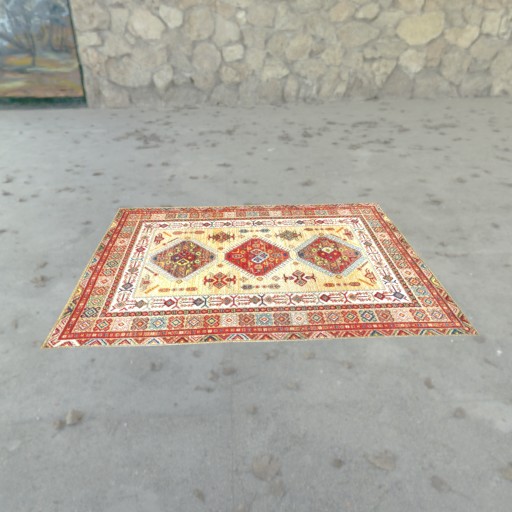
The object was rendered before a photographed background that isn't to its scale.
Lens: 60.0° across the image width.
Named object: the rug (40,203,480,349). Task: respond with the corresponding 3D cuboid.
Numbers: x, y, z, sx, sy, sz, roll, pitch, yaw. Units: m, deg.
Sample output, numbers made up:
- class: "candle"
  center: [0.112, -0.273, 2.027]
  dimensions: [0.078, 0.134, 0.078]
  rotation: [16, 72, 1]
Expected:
- class: "rug"
  center: [0.000, 0.000, 4.157]
  dimensions: [3.067, 0.005, 2.460]
  rotation: [-1, 29, -3]
